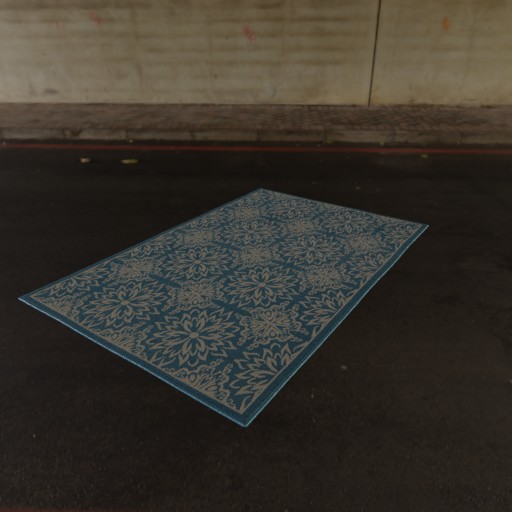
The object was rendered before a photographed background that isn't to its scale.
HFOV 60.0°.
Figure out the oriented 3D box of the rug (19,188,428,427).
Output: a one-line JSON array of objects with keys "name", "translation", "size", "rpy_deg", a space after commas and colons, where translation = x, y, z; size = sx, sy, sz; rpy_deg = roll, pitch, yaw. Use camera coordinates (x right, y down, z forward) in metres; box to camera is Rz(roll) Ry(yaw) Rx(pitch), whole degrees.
[{"name": "rug", "translation": [0.000, 0.000, 2.263], "size": [1.211, 0.012, 1.833], "rpy_deg": [18, 32, 31]}]
